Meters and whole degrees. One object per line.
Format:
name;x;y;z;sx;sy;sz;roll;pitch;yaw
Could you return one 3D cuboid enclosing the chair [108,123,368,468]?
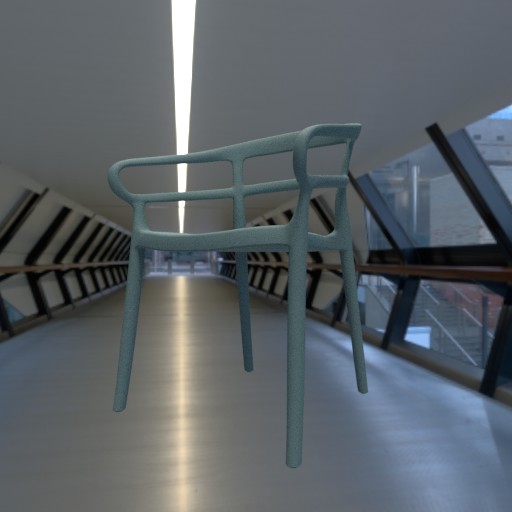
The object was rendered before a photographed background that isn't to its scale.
chair;0.000;0.000;1.138;0.559;0.761;0.527;0;1;35
